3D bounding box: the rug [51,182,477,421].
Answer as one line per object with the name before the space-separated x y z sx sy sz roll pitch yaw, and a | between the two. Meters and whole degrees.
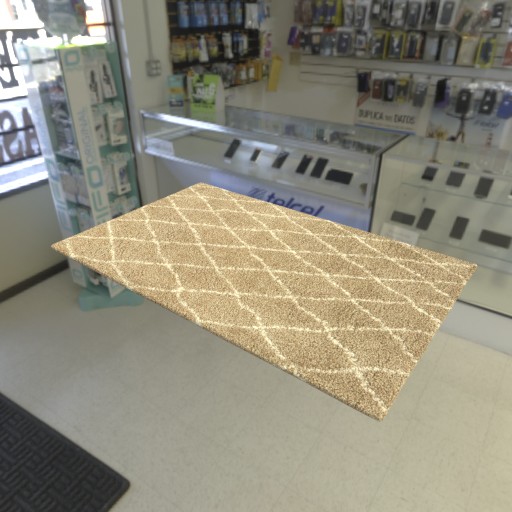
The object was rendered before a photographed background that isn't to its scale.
rug | 0.000 0.000 2.971 2.438 0.030 1.524 21 36 31
